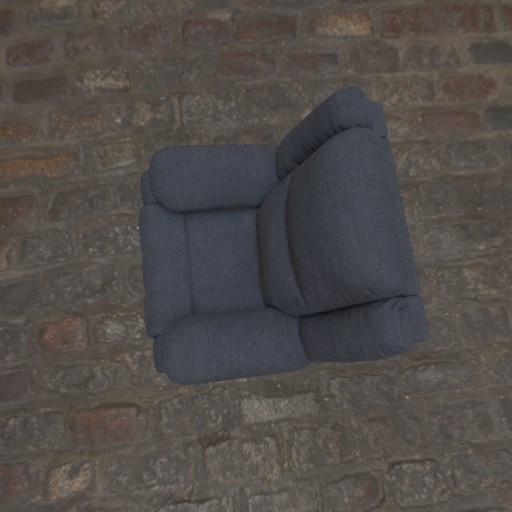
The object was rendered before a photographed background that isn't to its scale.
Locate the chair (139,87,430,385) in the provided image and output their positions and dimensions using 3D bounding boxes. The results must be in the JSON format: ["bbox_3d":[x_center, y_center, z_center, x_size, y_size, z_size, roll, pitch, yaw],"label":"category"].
[{"bbox_3d":[0.000,0.000,1.731,0.944,1.008,0.899,-7,77,-2],"label":"chair"}]
